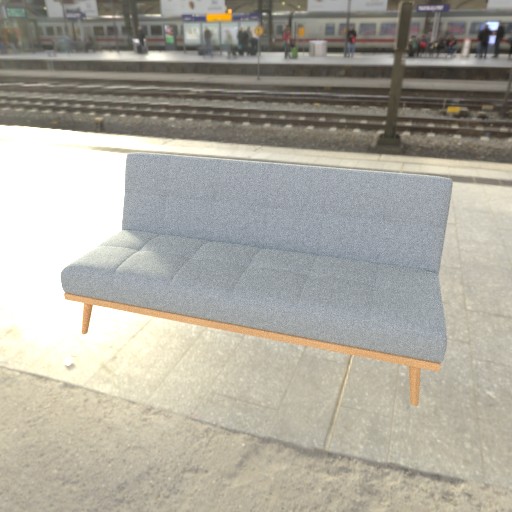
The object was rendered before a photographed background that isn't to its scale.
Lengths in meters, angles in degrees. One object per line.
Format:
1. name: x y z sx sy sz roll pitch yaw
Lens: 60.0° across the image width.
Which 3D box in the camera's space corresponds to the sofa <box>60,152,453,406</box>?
1. sofa: 0.000 0.000 2.266 1.820 0.800 0.800 8 28 16
